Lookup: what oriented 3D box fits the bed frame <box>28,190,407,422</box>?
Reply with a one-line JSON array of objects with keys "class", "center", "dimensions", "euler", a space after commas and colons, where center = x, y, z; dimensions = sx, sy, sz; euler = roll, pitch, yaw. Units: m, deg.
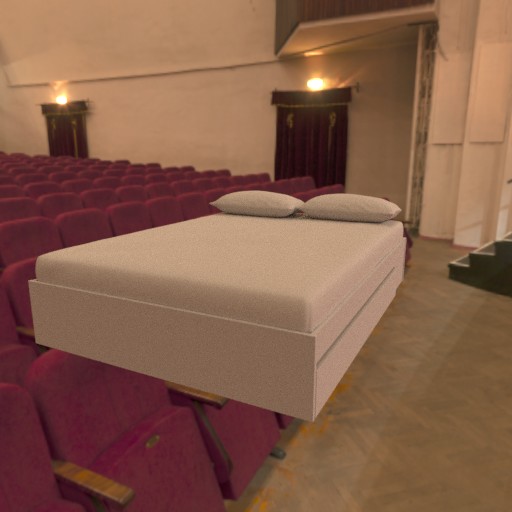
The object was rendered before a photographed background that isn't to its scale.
[{"class": "bed frame", "center": [0.000, 0.000, 2.640], "dimensions": [1.450, 0.629, 1.950], "euler": [7, 15, 26]}]
